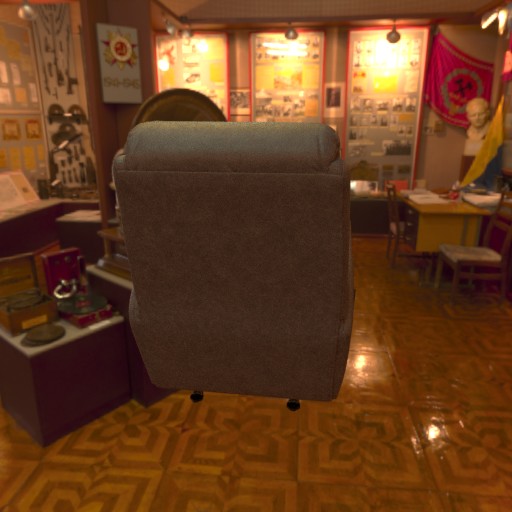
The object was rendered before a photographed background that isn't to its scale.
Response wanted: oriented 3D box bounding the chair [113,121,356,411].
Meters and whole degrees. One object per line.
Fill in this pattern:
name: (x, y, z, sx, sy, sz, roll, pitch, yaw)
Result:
chair: (0.000, 0.000, 1.828, 0.865, 1.067, 1.067, 2, 17, 8)
